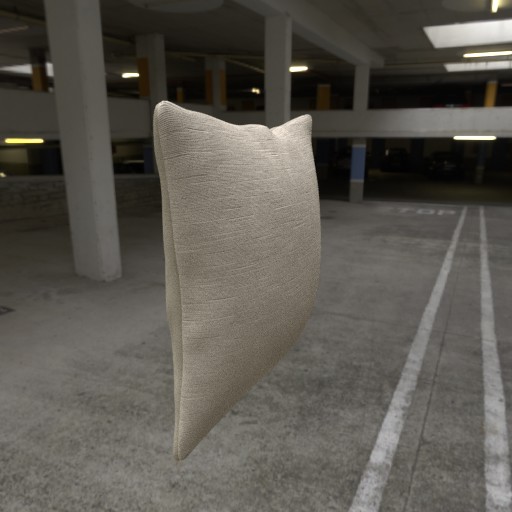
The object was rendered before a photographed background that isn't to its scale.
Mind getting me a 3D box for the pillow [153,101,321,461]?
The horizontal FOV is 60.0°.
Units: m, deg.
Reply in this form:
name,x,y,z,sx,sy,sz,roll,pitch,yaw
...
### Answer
name,x,y,z,sx,sy,sz,roll,pitch,yaw
pillow,0.000,0.000,0.668,0.162,0.420,0.437,7,17,25
